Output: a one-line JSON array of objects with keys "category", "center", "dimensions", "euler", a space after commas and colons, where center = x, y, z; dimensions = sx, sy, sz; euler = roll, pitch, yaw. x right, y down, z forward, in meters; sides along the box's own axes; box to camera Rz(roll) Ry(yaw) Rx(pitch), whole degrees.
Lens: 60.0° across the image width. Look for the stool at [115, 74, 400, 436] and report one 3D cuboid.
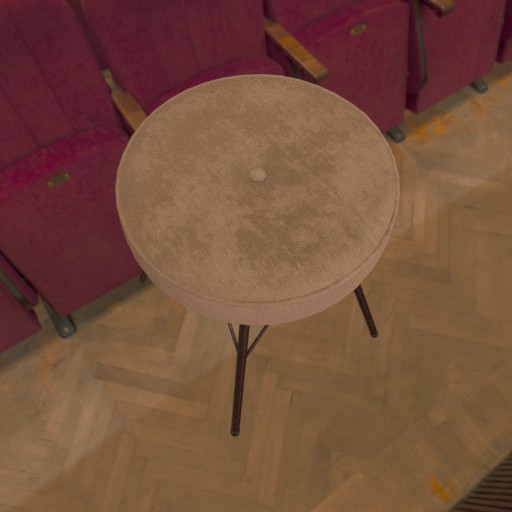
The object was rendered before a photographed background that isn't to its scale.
[{"category": "stool", "center": [0.000, 0.000, 0.861], "dimensions": [0.423, 0.538, 0.457], "euler": [-31, 67, -15]}]
